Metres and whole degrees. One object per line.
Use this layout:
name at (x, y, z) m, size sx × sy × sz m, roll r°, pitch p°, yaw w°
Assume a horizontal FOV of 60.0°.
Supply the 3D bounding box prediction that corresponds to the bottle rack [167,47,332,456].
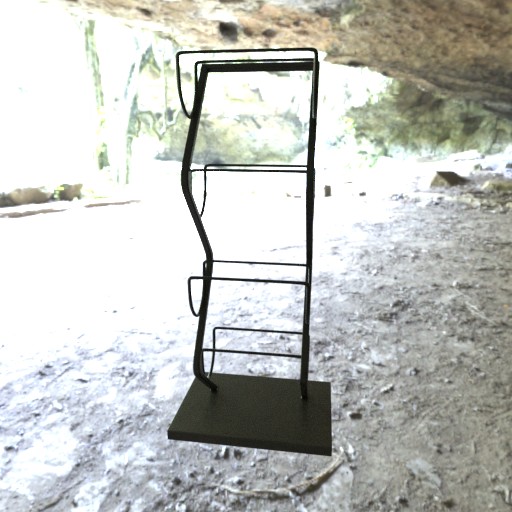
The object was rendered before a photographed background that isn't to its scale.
bottle rack at (0.000, 0.000, 0.682) m, size 0.254 × 0.559 × 0.178 m, roll 2°, pitch 16°, yaw 8°
